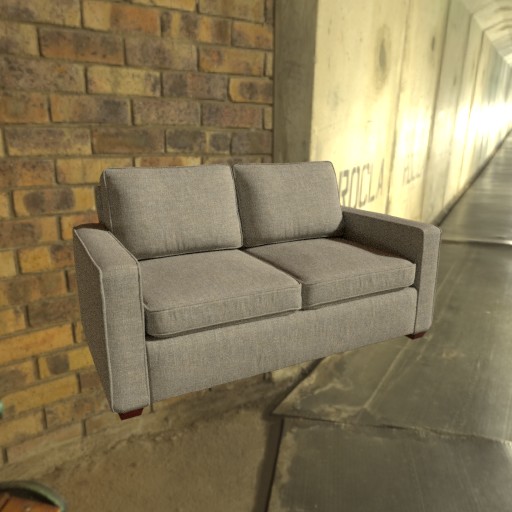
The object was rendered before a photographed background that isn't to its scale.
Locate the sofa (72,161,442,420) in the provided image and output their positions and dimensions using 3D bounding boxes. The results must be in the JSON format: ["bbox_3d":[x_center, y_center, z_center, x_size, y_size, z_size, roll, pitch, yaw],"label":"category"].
[{"bbox_3d":[0.000,0.000,2.306,1.706,0.915,0.945,-8,17,-26],"label":"sofa"}]
